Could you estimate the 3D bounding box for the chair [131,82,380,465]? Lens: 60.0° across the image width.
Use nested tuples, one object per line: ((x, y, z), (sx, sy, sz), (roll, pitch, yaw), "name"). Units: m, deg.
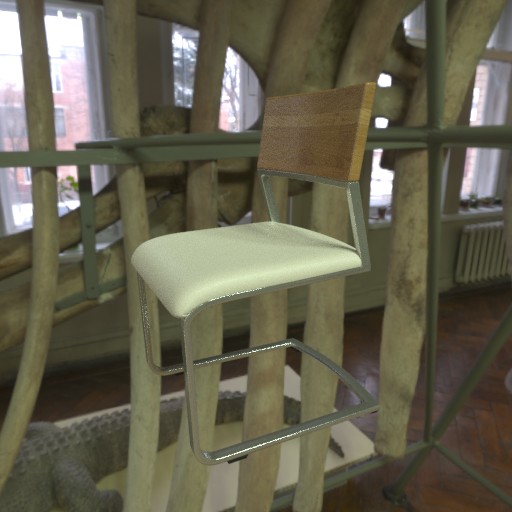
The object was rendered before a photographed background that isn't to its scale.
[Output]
((0.000, 0.000, 1.188), (0.585, 0.844, 0.467), (-7, 17, -25), "chair")
